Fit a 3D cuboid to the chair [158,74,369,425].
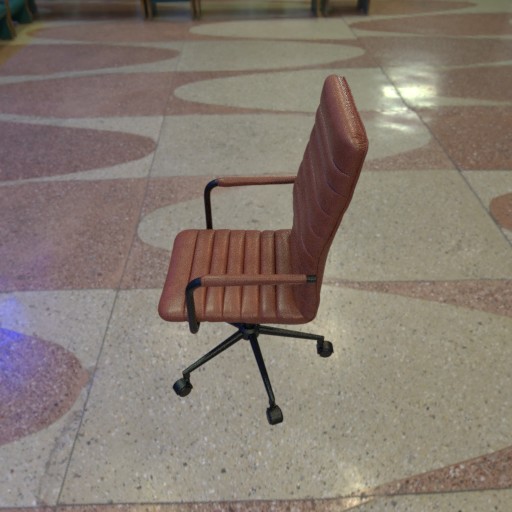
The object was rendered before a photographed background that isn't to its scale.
[{"bbox_3d":[0.000,0.000,1.361,0.580,0.979,0.608,1,41,1],"label":"chair"}]
